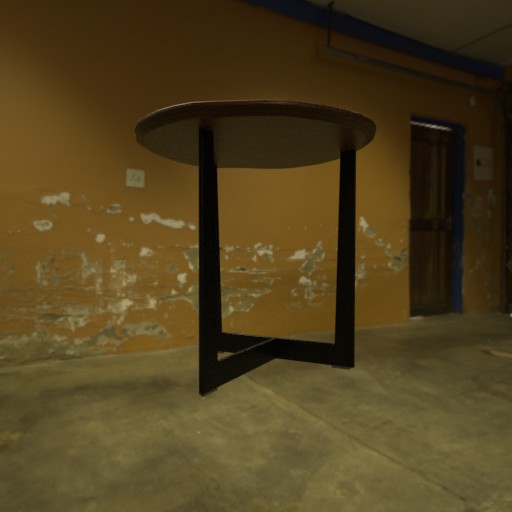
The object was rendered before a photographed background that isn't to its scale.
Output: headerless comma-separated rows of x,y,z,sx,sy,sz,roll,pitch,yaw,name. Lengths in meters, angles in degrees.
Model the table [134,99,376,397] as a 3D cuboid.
0.000,0.000,0.907,0.477,0.476,0.494,0,1,17,table
